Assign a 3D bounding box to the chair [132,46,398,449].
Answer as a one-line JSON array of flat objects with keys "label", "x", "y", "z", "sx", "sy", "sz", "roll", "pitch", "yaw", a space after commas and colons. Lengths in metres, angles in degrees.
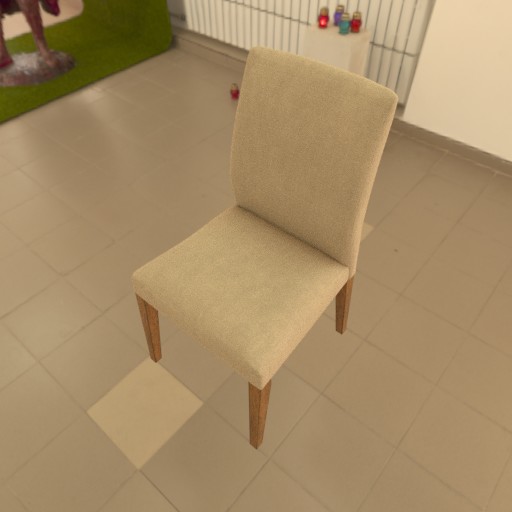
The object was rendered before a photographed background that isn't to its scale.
[{"label": "chair", "x": 0.000, "y": 0.000, "z": 1.291, "sx": 0.496, "sy": 0.940, "sz": 0.585, "roll": 32, "pitch": 55, "yaw": 26}]
